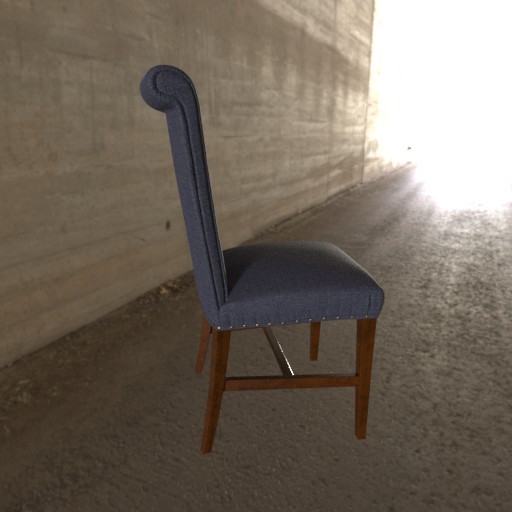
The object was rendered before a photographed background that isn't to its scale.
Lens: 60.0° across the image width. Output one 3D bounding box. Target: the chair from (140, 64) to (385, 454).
[{"bbox_3d":[0.000,0.000,1.325,0.608,0.988,0.513,-3,16,-10],"label":"chair"}]
